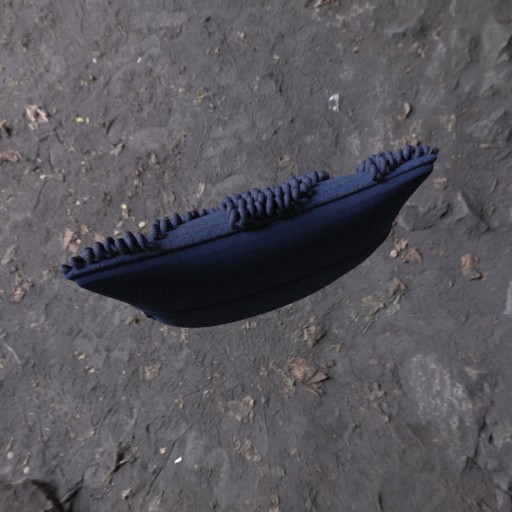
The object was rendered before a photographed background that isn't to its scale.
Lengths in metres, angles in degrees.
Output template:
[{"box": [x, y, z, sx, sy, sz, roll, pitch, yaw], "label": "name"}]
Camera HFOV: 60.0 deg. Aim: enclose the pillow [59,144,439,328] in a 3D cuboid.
[{"box": [0.000, 0.000, 0.726, 0.469, 0.466, 0.172, -18, 76, -5], "label": "pillow"}]
